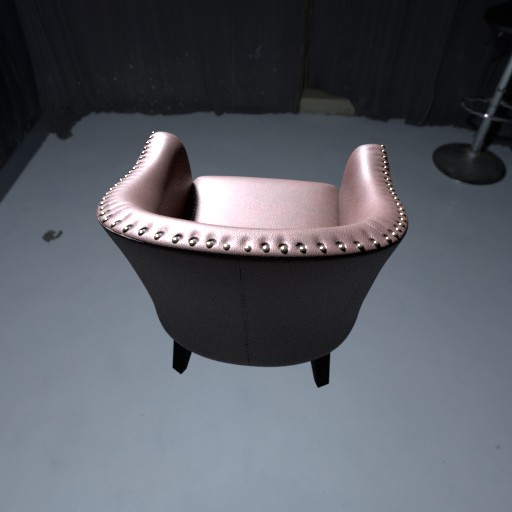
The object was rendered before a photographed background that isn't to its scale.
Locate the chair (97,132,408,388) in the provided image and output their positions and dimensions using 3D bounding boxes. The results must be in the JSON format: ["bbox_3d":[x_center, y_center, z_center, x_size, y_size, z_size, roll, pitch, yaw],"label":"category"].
[{"bbox_3d":[0.000,0.000,1.412,0.794,0.823,0.748,4,48,4],"label":"chair"}]
